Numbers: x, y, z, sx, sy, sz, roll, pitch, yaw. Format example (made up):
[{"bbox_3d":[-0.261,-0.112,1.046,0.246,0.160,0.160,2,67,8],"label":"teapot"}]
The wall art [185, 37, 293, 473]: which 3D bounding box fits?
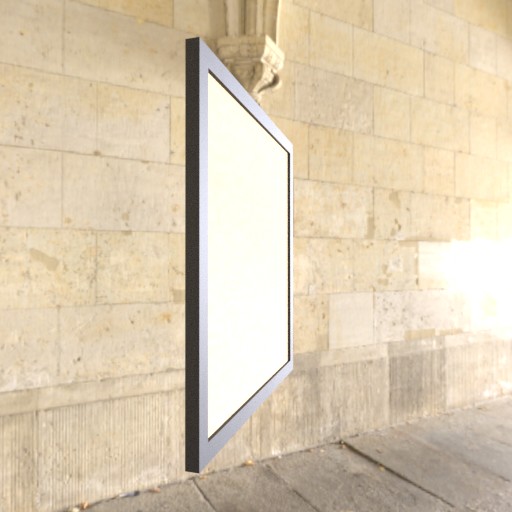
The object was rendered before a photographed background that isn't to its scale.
[{"bbox_3d":[0.000,0.000,0.532,0.013,0.356,0.356,0,-1,17],"label":"wall art"}]
